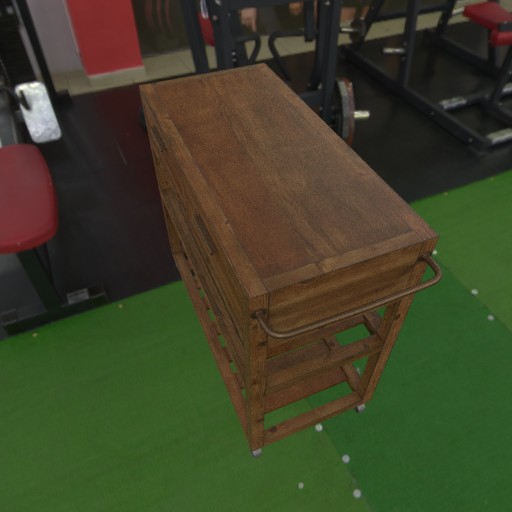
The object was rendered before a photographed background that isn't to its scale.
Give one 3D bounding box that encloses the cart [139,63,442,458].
[{"bbox_3d":[0.000,0.000,1.452,0.445,0.830,1.065,-17,49,-15],"label":"cart"}]
